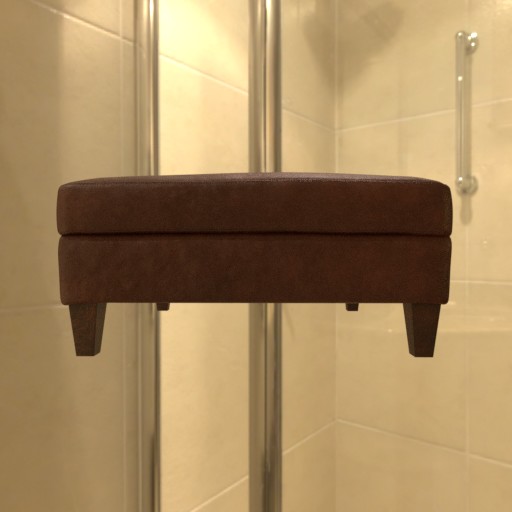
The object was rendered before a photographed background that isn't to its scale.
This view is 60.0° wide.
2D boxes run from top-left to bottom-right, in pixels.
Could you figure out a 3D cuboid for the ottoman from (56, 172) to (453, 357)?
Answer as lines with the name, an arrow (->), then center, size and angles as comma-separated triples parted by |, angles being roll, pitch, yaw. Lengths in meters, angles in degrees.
ottoman -> 0.000, 0.000, 1.305 | 0.836, 0.415, 0.844 | 0, 0, 1
